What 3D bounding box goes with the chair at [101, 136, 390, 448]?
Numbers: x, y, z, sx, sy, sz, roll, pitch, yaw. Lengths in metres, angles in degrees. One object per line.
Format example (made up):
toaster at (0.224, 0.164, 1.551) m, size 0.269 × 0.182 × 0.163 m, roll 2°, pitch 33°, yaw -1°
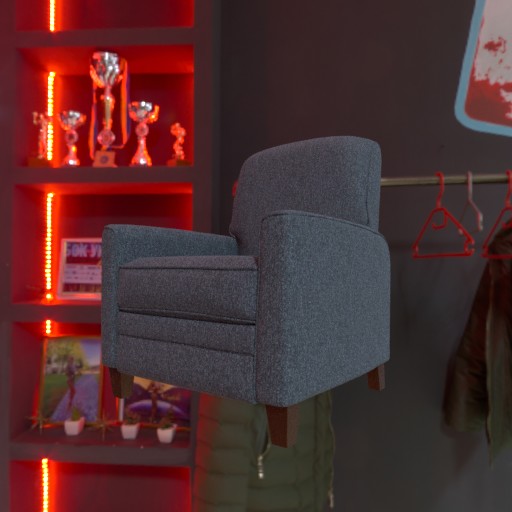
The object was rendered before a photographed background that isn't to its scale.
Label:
chair at (0.000, 0.000, 1.670) m, size 0.839 × 1.016 × 0.850 m, roll -1°, pitch -1°, yaw 37°
